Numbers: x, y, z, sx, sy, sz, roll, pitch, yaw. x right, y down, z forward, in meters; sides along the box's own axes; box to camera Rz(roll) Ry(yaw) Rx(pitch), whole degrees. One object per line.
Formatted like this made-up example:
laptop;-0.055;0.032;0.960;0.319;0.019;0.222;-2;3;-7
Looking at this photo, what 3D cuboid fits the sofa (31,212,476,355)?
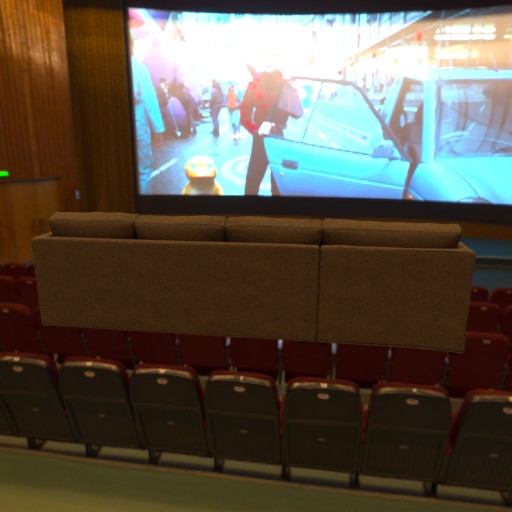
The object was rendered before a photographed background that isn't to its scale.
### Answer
sofa;0.000;0.000;3.953;3.205;0.922;1.650;2;14;8
